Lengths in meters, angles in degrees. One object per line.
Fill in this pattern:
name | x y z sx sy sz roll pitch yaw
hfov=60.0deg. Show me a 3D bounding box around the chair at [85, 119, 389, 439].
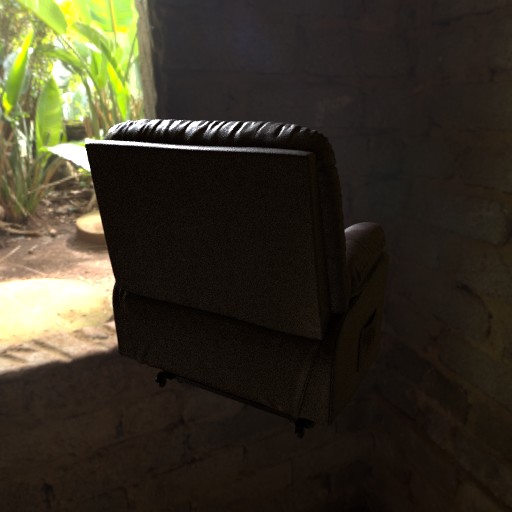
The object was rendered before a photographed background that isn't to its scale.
chair | 0.000 0.000 1.751 0.940 1.041 0.879 10 21 27
